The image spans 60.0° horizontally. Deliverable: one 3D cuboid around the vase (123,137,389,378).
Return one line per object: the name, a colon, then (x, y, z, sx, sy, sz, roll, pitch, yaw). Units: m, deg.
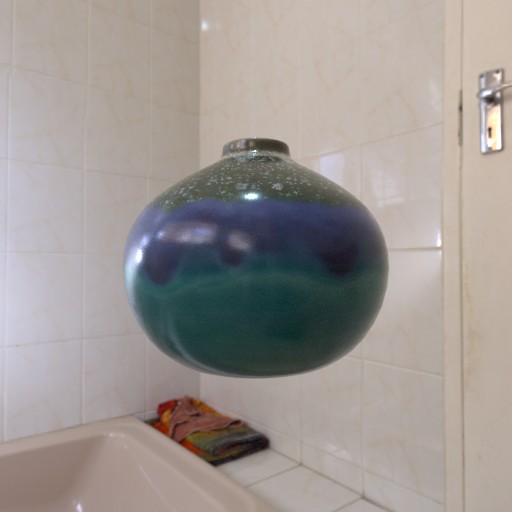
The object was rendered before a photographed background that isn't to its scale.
vase: (0.000, 0.000, 0.268, 0.154, 0.133, 0.154, 0, -1, 0)
